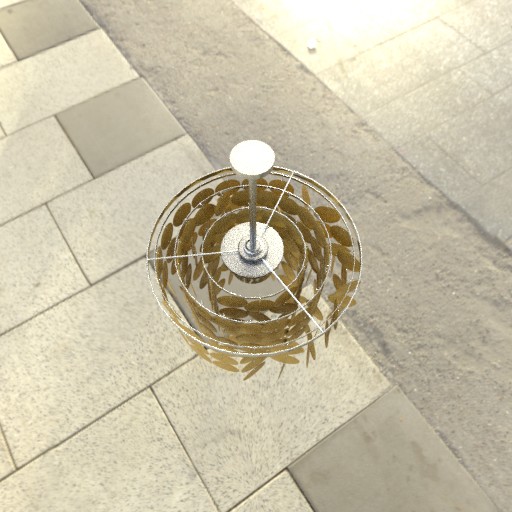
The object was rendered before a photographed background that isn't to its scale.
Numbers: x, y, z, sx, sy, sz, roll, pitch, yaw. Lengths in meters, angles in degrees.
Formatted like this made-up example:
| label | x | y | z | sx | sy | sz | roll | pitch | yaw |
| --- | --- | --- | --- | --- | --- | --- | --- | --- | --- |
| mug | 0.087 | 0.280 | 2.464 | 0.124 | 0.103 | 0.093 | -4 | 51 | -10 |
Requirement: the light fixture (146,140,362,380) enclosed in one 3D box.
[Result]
| label | x | y | z | sx | sy | sz | roll | pitch | yaw |
| --- | --- | --- | --- | --- | --- | --- | --- | --- | --- |
| light fixture | 0.000 | 0.000 | 0.745 | 0.368 | 0.492 | 0.368 | 0 | 62 | 0 |
